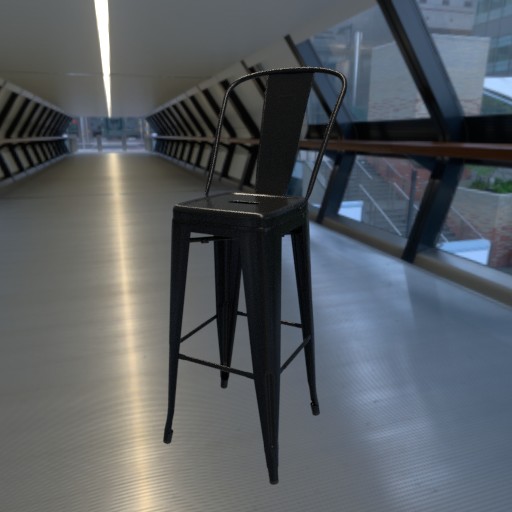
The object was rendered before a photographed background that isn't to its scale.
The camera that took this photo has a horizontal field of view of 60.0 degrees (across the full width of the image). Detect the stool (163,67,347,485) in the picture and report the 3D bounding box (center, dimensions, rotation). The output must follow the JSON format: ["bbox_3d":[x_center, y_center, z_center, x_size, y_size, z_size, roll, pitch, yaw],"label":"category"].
[{"bbox_3d":[0.000,0.000,1.323,0.399,1.096,0.513,8,18,26],"label":"stool"}]
